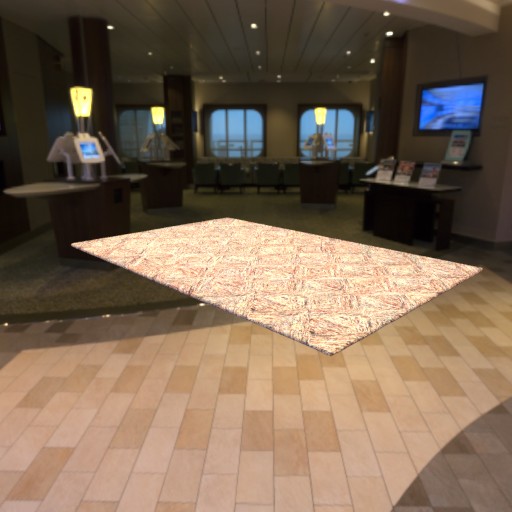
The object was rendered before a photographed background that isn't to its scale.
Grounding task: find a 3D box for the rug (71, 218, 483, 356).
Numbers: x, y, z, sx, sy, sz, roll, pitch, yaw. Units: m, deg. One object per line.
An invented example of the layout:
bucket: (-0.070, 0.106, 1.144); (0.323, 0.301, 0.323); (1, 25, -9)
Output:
rug: (0.000, 0.000, 2.212); (1.143, 0.014, 1.761); (-15, 21, -42)
